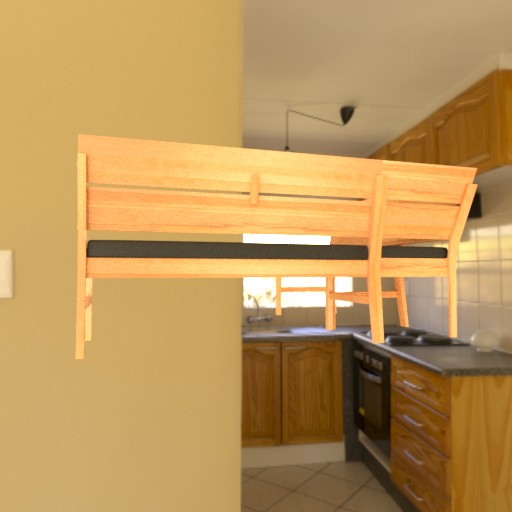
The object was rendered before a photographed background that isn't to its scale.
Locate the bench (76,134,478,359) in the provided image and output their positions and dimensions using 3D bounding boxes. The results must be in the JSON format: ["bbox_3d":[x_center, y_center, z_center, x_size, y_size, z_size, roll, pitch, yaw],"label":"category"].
[{"bbox_3d":[0.000,0.000,2.755,1.948,0.890,1.548,1,-2,-17],"label":"bench"}]
